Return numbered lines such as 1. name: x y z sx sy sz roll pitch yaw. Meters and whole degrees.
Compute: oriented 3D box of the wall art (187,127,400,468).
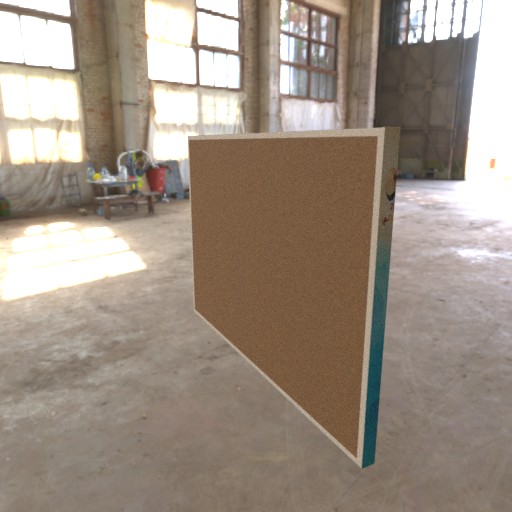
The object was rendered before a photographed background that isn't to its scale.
1. wall art: 0.000 0.000 1.436 0.040 0.769 1.136 -7 16 -27
